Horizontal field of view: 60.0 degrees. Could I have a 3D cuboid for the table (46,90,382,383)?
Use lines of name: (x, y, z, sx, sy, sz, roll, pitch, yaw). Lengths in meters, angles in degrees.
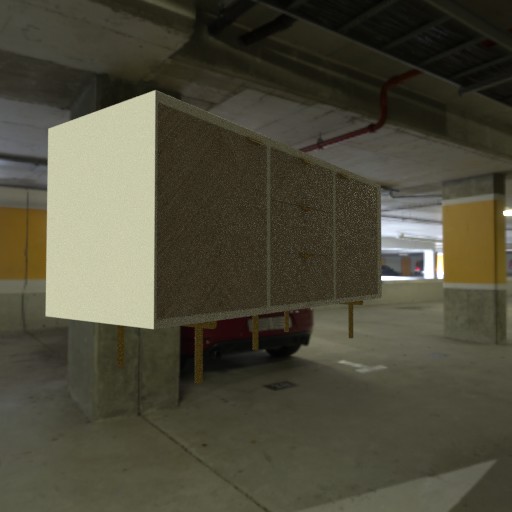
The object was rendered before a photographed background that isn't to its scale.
table: (0.000, 0.000, 1.828, 0.508, 0.769, 1.500, -1, -2, 37)
